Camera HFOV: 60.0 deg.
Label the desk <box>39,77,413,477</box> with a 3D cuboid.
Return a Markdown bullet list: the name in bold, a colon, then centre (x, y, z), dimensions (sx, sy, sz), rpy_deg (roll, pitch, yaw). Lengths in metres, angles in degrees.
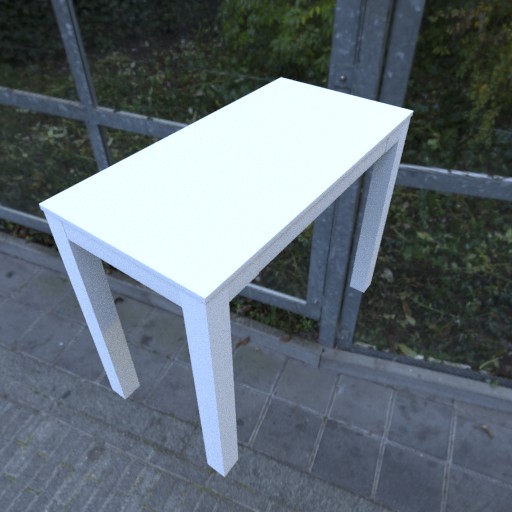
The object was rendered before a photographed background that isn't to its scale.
- **desk**: centre (0.000, 0.000, 1.447), dimensions (0.497, 0.762, 0.990), rpy_deg (26, 47, 26)
